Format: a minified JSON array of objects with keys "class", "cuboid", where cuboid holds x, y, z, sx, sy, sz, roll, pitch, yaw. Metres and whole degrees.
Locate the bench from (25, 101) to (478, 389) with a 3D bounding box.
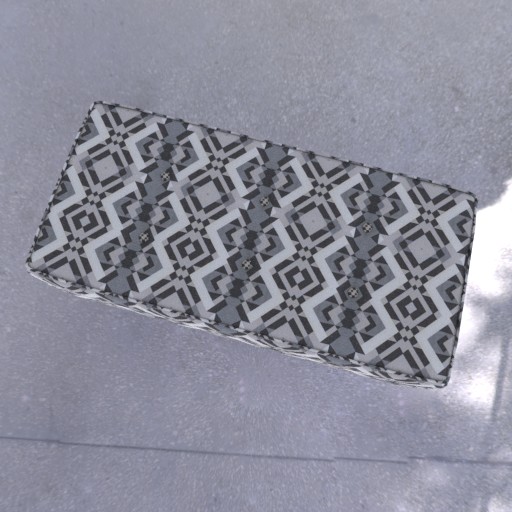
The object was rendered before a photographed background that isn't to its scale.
[{"class":"bench","cuboid":[0.000,0.000,1.267,1.016,0.477,0.492,15,76,4]}]
